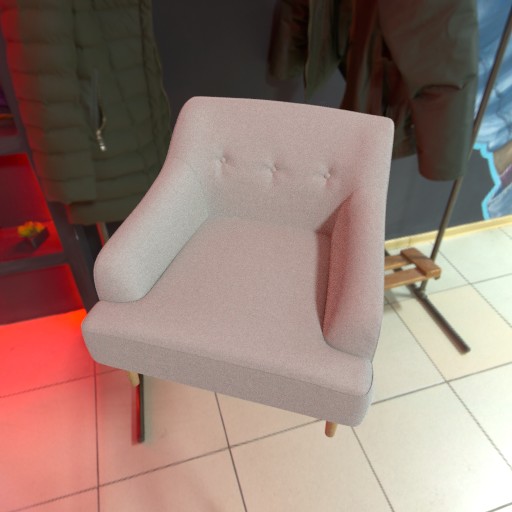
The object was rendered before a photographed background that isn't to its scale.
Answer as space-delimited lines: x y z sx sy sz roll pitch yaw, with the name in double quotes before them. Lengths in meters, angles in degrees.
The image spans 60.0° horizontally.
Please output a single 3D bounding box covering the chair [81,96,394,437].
"chair" 0.000 0.000 1.637 0.946 0.818 0.951 10 42 12
